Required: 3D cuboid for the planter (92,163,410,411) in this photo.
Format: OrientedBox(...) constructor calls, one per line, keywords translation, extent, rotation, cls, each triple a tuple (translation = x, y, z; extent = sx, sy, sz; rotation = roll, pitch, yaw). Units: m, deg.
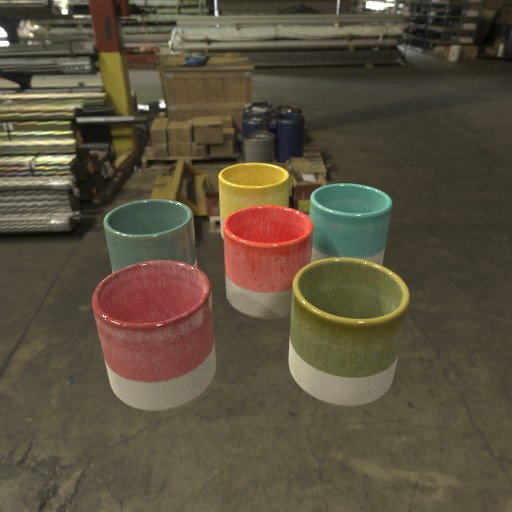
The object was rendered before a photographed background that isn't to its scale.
OrientedBox(translation=(0.000, 0.000, 0.394), extent=(0.257, 0.075, 0.286), rotation=(-2, 31, -3), cls="planter")
